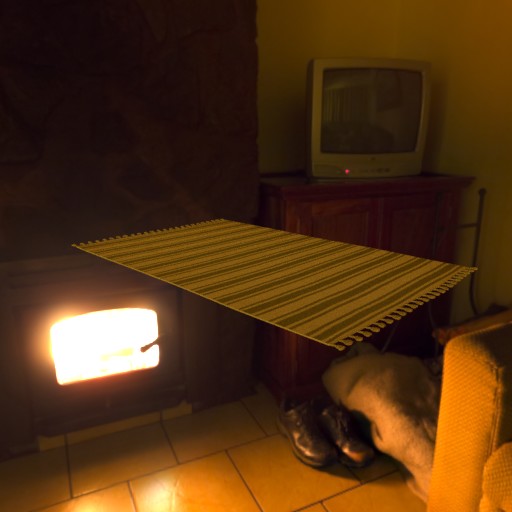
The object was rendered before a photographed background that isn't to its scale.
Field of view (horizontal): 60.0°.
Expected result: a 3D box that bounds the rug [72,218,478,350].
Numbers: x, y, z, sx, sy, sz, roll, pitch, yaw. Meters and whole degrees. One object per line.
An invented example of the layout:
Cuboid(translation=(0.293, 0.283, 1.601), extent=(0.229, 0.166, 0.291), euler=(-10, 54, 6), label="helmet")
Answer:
Cuboid(translation=(0.000, 0.000, 2.337), extent=(1.875, 0.013, 1.162), euler=(15, 21, 43), label="rug")
